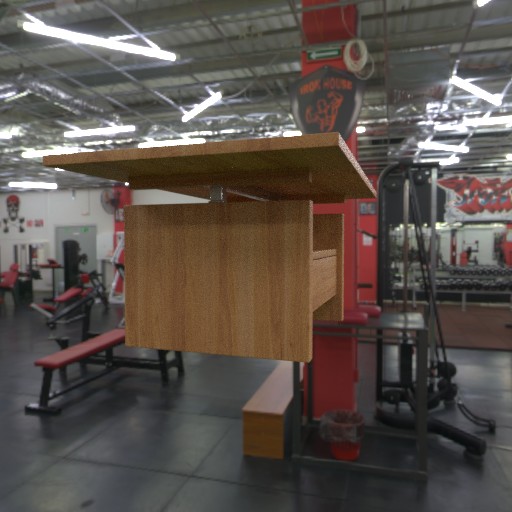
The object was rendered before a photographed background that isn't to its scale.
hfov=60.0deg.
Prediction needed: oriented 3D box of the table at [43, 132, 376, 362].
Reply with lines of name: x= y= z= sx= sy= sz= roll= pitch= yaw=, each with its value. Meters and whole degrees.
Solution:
table: x=0.000 y=0.000 z=1.471 sx=0.700 sy=0.510 sz=1.100 roll=1 pitch=2 yaw=19
